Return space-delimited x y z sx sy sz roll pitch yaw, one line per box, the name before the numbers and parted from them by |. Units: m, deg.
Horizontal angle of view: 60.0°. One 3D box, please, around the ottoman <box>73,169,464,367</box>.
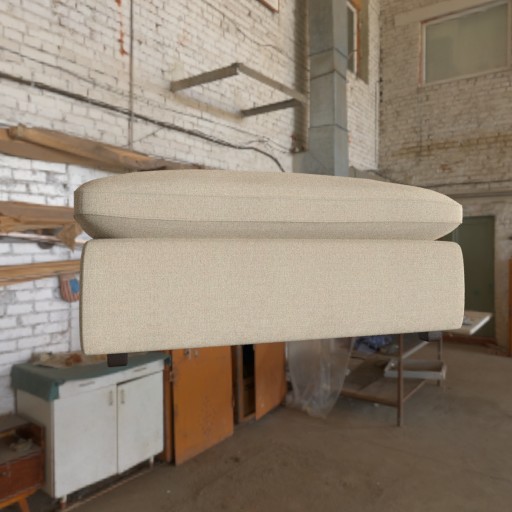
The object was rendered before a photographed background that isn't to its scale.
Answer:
ottoman | 0.000 0.000 1.332 0.984 0.453 0.686 0 1 -18
